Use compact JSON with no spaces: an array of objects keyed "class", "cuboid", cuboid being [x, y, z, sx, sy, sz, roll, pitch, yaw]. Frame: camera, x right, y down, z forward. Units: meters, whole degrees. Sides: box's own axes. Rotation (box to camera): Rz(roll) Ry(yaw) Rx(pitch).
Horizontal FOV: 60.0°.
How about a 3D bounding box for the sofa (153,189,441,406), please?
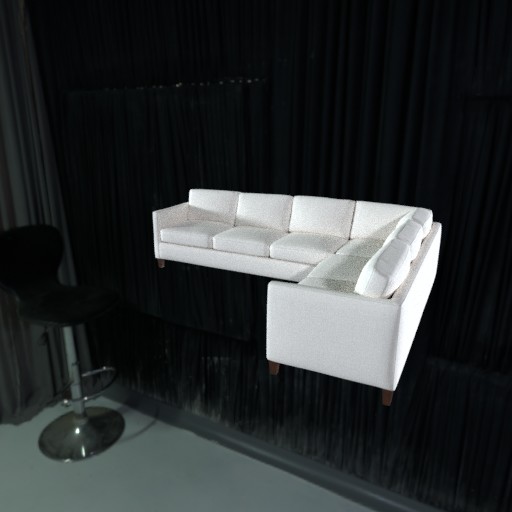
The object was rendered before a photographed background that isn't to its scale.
[{"class":"sofa","cuboid":[0.000,0.000,4.540,3.302,0.947,2.593,9,19,26]}]
